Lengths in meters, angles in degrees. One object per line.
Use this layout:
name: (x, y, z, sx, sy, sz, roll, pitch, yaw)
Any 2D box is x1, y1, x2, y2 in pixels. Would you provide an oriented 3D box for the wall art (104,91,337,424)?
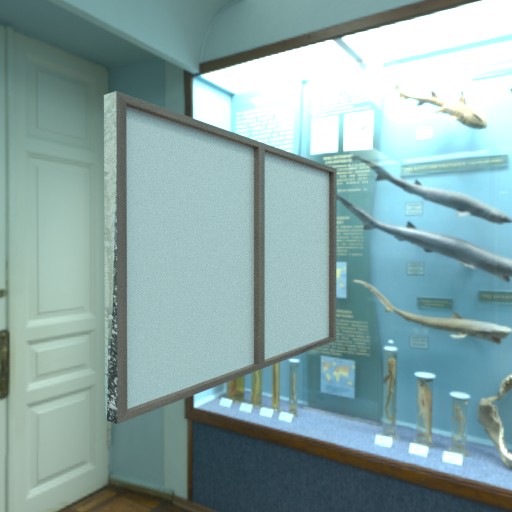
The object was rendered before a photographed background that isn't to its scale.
wall art: (0.000, 0.000, 1.181, 0.038, 0.598, 0.919, 0, 1, 35)
